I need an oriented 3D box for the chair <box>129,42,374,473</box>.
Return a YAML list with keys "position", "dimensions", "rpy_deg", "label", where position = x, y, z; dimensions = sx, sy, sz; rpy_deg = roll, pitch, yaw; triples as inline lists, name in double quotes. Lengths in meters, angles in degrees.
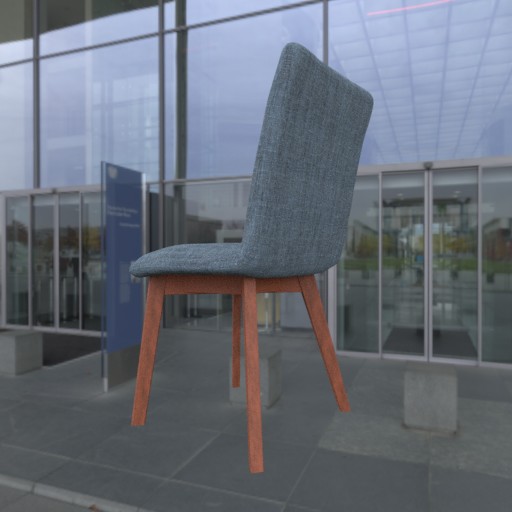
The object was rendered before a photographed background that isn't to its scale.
- position: [0.000, 0.000, 1.306]
  dimensions: [0.563, 0.974, 0.522]
  rpy_deg: [0, 0, 36]
  label: "chair"
